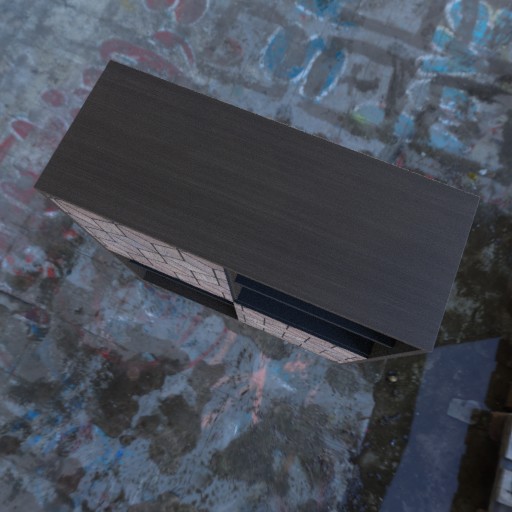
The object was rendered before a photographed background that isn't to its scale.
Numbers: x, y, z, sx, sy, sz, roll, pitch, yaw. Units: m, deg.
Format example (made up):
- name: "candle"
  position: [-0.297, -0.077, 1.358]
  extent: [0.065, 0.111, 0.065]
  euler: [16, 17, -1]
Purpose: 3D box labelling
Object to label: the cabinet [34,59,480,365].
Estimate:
- name: "cabinet"
  position: [0.000, 0.000, 1.641]
  extent: [1.010, 1.170, 0.400]
  euler: [22, 76, 6]
